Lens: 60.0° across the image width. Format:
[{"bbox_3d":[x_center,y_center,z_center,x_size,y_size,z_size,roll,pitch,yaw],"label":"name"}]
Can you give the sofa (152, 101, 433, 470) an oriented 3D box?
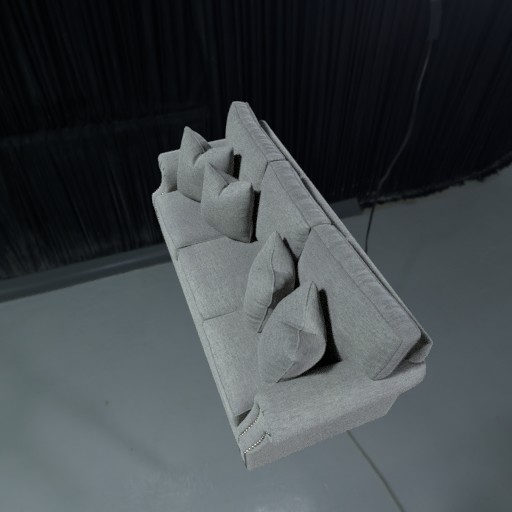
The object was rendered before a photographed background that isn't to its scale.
[{"bbox_3d":[0.000,0.000,2.834,0.965,0.975,2.312,-16,49,-14],"label":"sofa"}]
